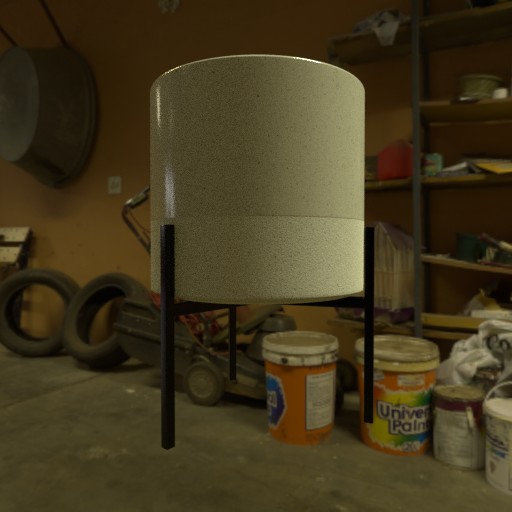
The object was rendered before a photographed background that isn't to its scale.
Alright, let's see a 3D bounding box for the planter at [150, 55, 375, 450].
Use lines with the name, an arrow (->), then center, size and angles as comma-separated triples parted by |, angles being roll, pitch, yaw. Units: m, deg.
planter -> 0.000, 0.000, 0.329 | 0.152, 0.230, 0.159 | 0, 1, -16
